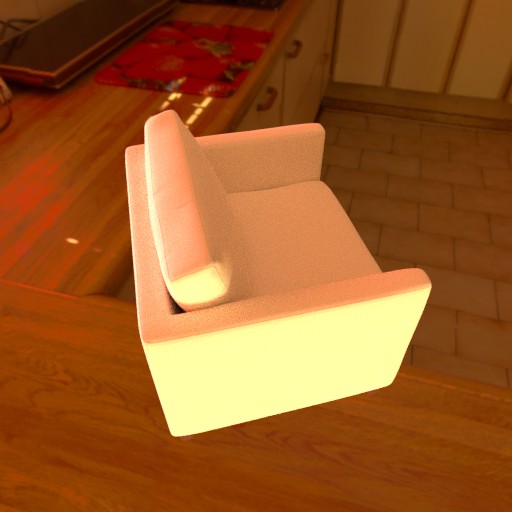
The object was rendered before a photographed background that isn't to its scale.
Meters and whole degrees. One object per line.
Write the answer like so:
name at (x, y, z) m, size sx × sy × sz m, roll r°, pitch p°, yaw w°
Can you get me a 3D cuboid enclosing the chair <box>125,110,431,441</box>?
chair at (0.000, 0.000, 1.726) m, size 0.878 × 0.885 × 1.019 m, roll -10°, pitch 46°, yaw -10°
